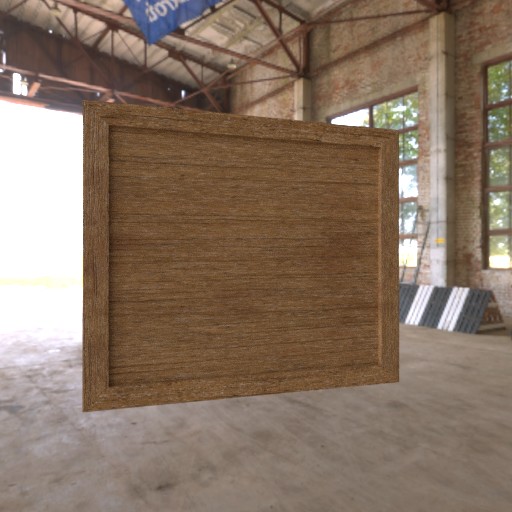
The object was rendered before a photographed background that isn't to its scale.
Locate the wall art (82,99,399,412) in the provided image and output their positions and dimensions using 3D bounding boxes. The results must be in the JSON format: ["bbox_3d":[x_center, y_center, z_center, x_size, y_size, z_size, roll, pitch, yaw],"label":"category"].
[{"bbox_3d":[0.000,0.000,0.946,0.690,0.588,0.026,0,0,-17],"label":"wall art"}]
